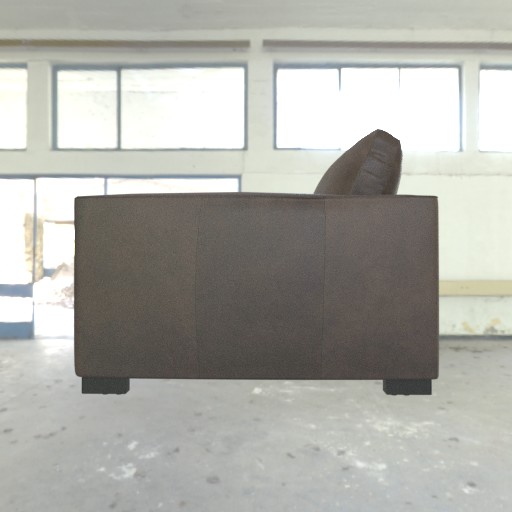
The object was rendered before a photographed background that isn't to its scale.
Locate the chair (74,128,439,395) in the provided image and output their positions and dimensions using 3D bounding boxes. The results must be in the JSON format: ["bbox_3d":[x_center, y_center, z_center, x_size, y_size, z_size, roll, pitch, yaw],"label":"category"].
[{"bbox_3d":[0.000,0.000,1.776,1.069,0.812,1.100,0,-1,1],"label":"chair"}]
